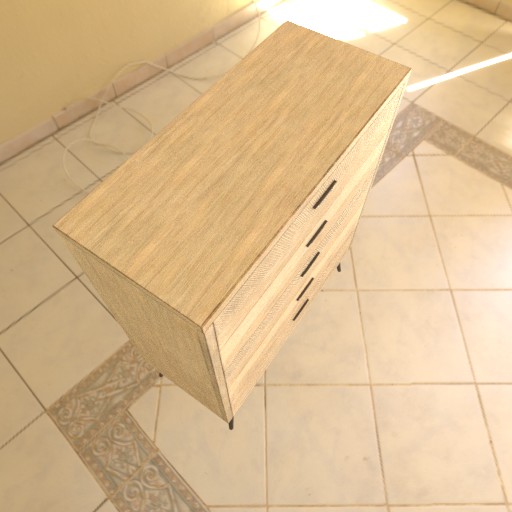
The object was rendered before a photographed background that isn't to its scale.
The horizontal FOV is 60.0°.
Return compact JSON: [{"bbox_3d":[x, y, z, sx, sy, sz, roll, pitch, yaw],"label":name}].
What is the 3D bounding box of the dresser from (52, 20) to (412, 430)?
[{"bbox_3d":[0.000,0.000,1.704,0.457,1.219,1.016,31,63,17],"label":"dresser"}]
